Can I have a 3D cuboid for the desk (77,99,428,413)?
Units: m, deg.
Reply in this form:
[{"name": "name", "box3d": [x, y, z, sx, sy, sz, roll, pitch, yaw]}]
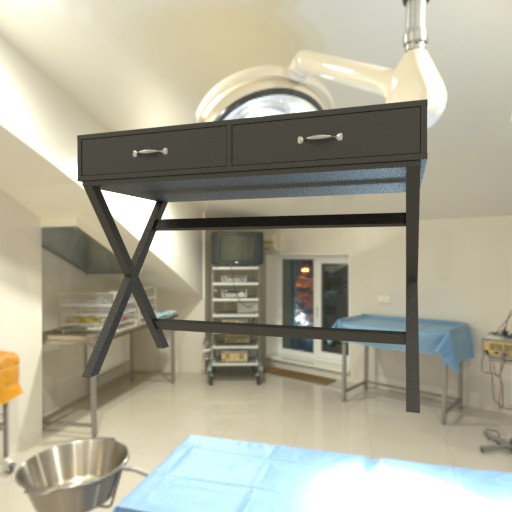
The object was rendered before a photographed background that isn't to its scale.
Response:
[{"name": "desk", "box3d": [0.000, 0.000, 1.495, 1.057, 0.780, 0.525, 0, 0, 19]}]
